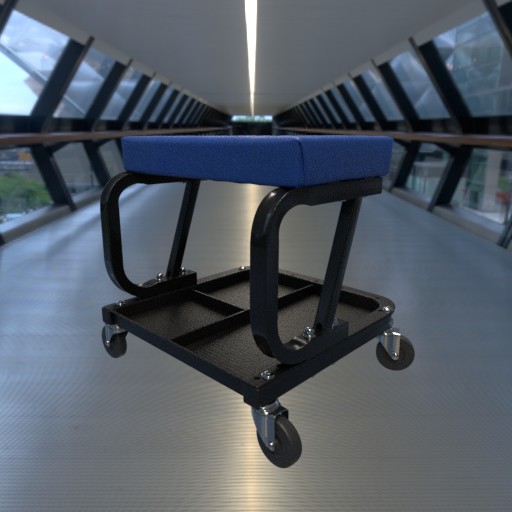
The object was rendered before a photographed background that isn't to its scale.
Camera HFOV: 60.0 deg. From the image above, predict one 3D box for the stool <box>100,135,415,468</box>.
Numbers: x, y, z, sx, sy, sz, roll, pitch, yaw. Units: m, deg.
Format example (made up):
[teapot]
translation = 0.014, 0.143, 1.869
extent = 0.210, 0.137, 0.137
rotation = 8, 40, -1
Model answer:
[stool]
translation = 0.000, 0.000, 0.725
extent = 0.446, 0.380, 0.371
rotation = 14, 21, 42
